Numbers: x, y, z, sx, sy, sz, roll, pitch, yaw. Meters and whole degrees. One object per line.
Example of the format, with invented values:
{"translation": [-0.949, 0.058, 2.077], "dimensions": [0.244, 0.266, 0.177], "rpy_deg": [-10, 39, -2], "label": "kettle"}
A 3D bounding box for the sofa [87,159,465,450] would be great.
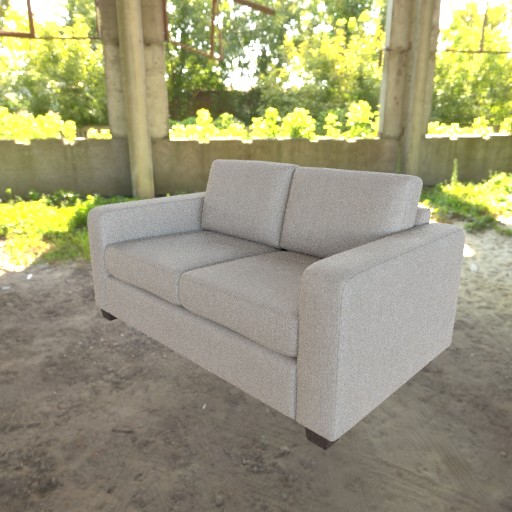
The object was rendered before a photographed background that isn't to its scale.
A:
{"translation": [0.000, 0.000, 2.038], "dimensions": [1.540, 0.800, 0.900], "rpy_deg": [15, 22, 42], "label": "sofa"}
